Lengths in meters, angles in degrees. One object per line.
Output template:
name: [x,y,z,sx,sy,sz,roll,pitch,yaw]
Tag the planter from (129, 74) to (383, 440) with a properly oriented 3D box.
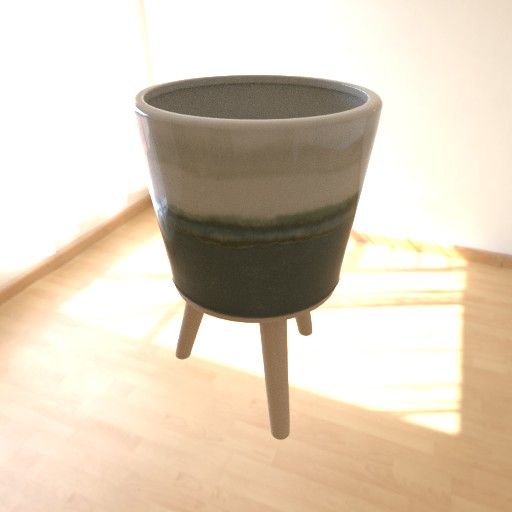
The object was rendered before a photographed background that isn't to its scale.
planter: [0.000,0.000,0.471,0.217,0.331,0.217,-1,31,-2]
